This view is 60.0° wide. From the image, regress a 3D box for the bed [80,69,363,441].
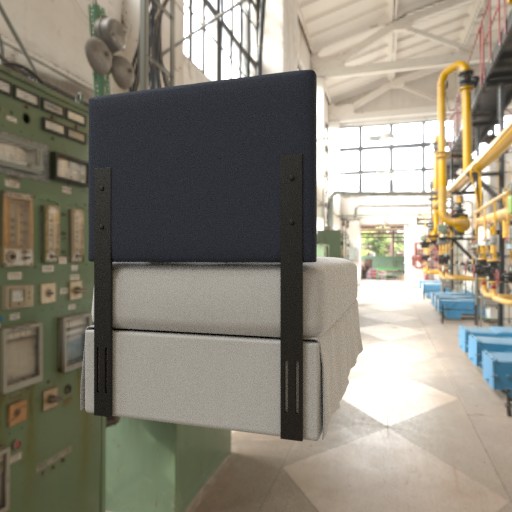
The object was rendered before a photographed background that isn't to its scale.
[{"bbox_3d":[0.000,0.000,2.955,1.261,1.571,1.997,0,0,17],"label":"bed"}]
